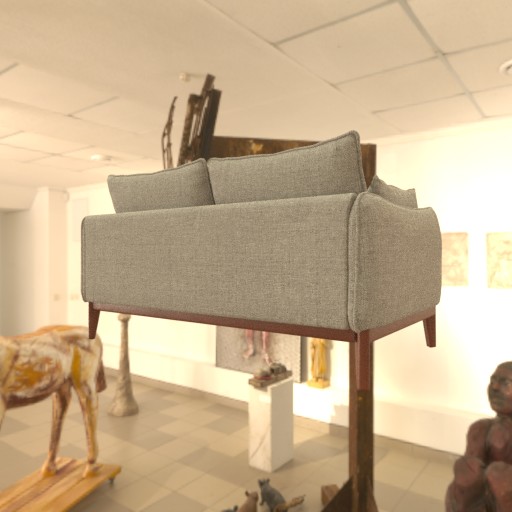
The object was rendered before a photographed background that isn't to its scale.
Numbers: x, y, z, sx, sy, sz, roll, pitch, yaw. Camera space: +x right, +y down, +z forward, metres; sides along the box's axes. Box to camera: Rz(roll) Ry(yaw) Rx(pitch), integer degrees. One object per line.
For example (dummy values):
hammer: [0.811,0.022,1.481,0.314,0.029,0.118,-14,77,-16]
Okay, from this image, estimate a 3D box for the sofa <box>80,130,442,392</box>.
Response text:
sofa: [0.000,0.000,2.179,1.580,0.851,0.972,0,0,36]
